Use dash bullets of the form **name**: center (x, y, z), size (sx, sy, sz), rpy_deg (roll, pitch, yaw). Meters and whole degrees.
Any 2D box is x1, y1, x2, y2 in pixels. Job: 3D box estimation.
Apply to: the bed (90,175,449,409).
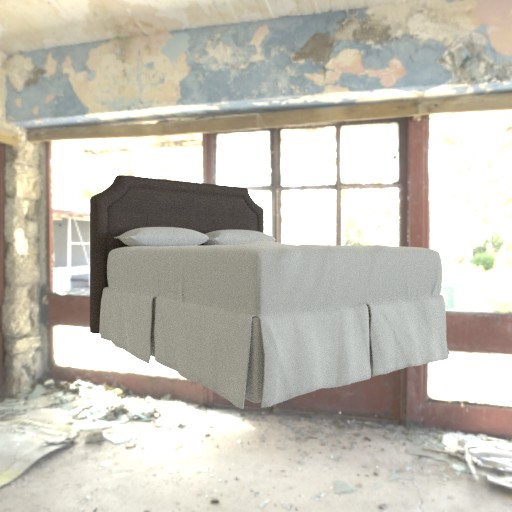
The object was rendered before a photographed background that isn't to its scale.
- **bed**: center (0.000, 0.000, 3.148), size (1.693, 1.290, 2.116), rpy_deg (-1, 1, -37)
